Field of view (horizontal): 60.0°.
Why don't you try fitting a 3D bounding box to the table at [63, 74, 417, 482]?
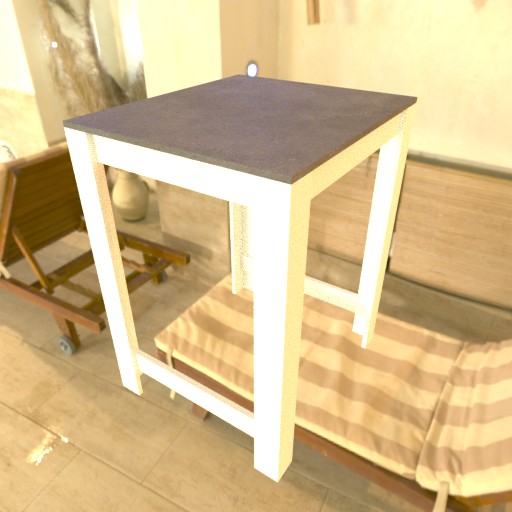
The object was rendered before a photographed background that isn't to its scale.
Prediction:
[{"bbox_3d":[0.000,0.000,1.562,0.700,1.020,0.800,20,37,28],"label":"table"}]
